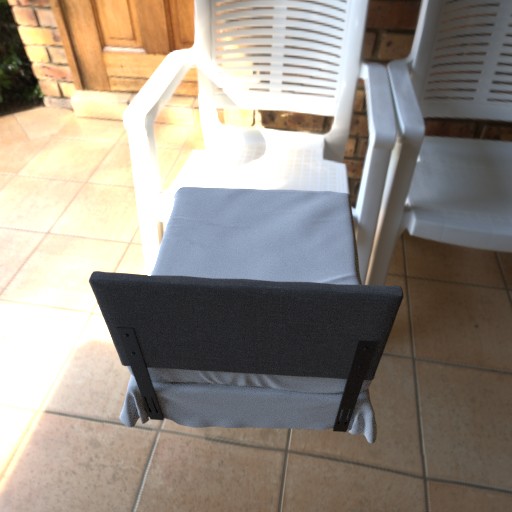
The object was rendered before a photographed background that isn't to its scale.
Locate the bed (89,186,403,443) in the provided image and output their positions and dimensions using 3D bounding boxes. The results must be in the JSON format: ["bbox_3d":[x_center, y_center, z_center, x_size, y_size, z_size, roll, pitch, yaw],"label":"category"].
[{"bbox_3d":[0.000,0.000,3.527,1.936,1.577,2.222,3,45,3],"label":"bed"}]
